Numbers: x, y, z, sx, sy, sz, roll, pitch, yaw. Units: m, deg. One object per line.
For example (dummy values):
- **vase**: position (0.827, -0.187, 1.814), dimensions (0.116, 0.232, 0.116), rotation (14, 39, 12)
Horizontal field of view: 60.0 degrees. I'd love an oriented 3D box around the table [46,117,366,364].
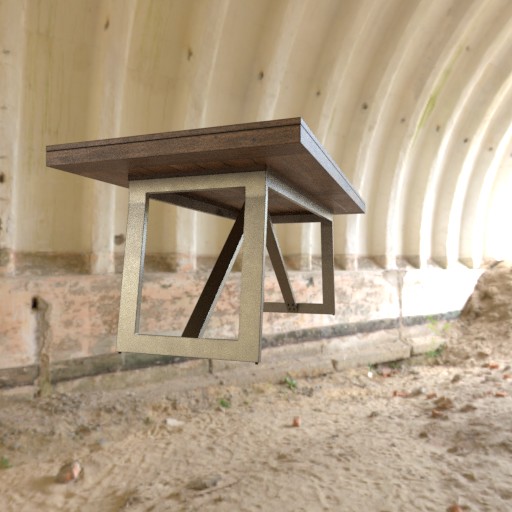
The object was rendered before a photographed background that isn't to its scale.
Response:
- **table**: position (0.000, 0.000, 2.300), dimensions (0.931, 0.757, 1.867), rotation (0, -1, 19)
